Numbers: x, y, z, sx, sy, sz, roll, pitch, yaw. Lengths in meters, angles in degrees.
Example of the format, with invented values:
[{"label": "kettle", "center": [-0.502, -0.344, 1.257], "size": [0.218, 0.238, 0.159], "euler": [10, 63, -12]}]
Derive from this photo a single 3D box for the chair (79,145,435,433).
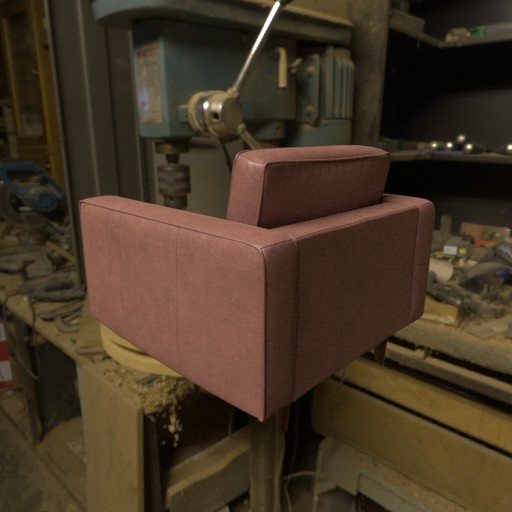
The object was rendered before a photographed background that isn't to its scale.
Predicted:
[{"label": "chair", "center": [0.000, 0.000, 1.574], "size": [0.900, 0.770, 0.920], "euler": [15, 22, 42]}]
